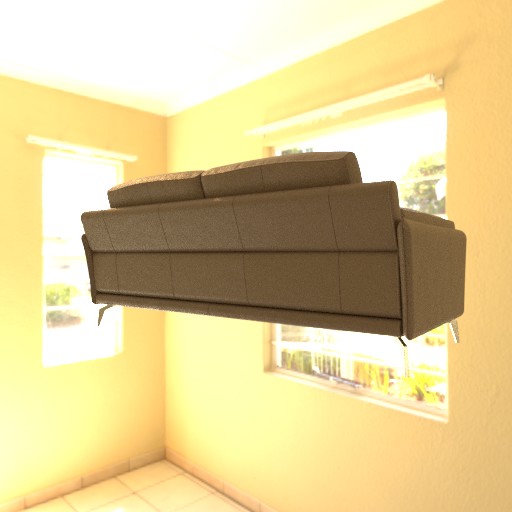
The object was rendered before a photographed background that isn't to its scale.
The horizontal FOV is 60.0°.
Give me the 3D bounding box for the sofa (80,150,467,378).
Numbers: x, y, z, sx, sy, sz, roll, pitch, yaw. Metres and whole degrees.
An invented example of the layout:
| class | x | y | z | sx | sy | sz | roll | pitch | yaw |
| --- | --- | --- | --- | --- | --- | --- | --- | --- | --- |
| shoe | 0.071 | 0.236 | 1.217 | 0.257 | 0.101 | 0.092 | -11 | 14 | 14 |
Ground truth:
| class | x | y | z | sx | sy | sz | roll | pitch | yaw |
| --- | --- | --- | --- | --- | --- | --- | --- | --- | --- |
| sofa | 0.000 | 0.000 | 2.618 | 2.101 | 0.930 | 1.049 | 0 | 0 | 37 |
